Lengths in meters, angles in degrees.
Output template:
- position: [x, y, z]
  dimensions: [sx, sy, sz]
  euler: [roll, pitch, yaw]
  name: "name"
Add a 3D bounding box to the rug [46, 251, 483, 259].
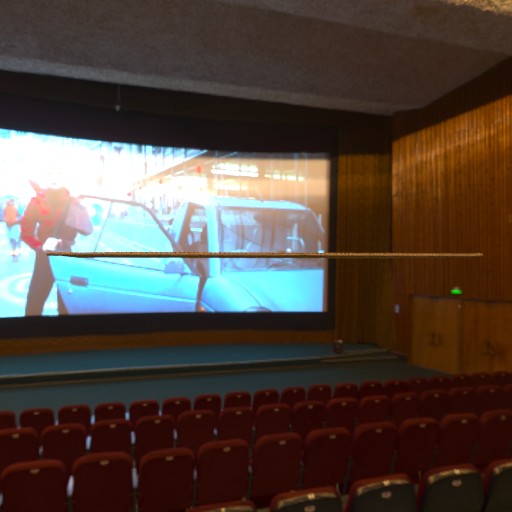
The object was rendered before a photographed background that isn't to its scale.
- position: [0.000, 0.000, 3.059]
  dimensions: [2.438, 0.034, 1.521]
  euler: [0, -1, -18]
  name: "rug"
